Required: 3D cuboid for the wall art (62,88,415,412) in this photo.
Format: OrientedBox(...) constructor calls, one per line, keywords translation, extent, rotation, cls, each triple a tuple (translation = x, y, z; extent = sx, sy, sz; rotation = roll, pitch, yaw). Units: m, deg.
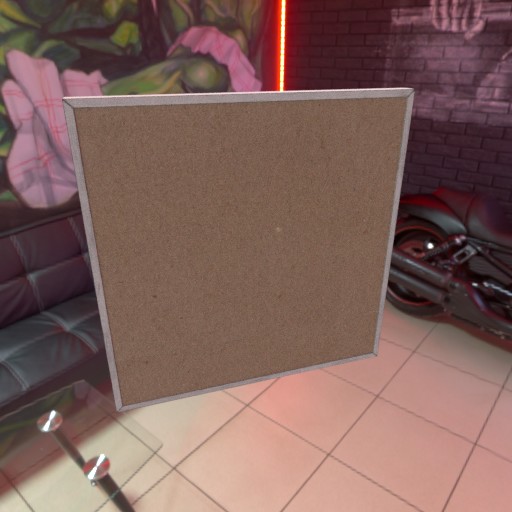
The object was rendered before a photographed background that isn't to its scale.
OrientedBox(translation=(0.000, 0.000, 1.098), extent=(0.762, 0.762, 0.038), rotation=(-8, 26, -16), cls="wall art")
